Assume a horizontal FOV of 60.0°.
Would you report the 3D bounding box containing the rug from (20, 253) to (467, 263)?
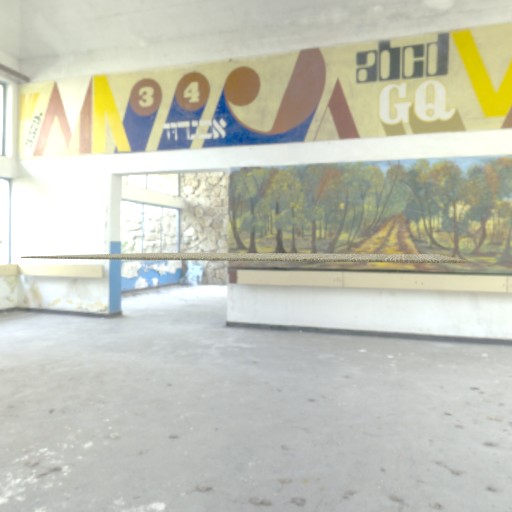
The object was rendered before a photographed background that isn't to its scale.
[{"bbox_3d":[0.000,0.000,2.284,1.824,0.010,1.240,0,1,18],"label":"rug"}]
